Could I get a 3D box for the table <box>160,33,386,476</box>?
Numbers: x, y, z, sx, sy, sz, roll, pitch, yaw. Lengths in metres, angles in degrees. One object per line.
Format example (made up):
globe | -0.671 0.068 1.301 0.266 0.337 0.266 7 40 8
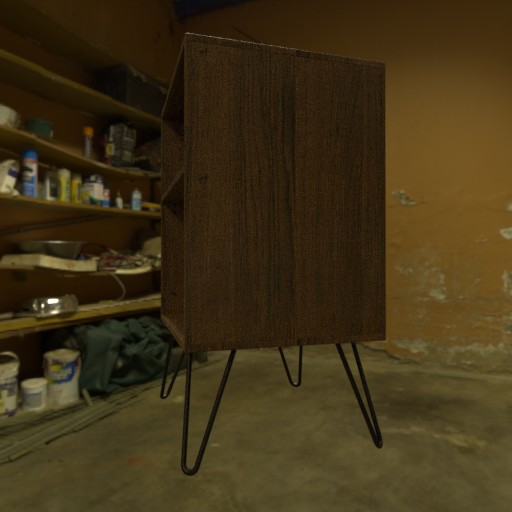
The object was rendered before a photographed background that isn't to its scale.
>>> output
table | 0.000 0.000 1.174 0.457 0.866 0.526 0 0 -17
